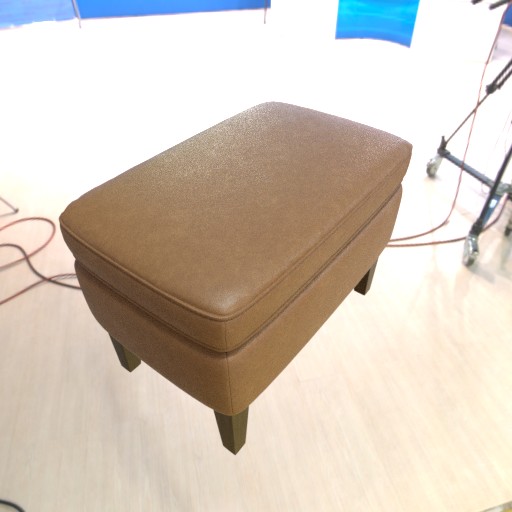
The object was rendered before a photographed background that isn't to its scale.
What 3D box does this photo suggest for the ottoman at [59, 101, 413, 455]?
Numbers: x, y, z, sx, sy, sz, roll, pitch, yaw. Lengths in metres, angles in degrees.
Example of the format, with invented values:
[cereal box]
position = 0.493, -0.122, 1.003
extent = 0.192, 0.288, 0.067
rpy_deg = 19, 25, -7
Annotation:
[ottoman]
position = 0.000, 0.000, 0.998
extent = 0.420, 0.480, 0.670
rpy_deg = 27, 48, 27
